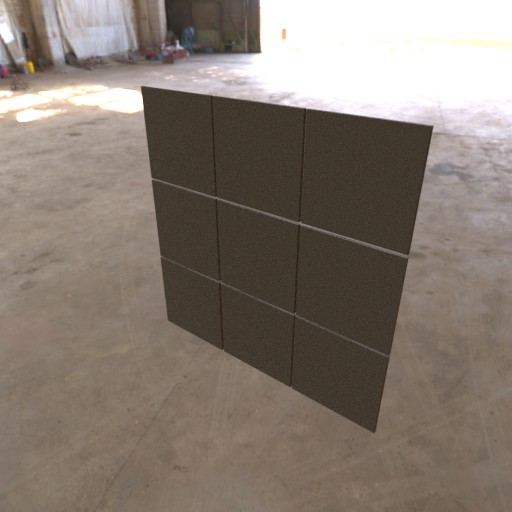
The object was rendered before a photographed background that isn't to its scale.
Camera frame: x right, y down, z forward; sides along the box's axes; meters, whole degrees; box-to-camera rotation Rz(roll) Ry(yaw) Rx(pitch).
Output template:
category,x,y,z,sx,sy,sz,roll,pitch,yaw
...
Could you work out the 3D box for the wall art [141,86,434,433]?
category,x,y,z,sx,sy,sz,roll,pitch,yaw
wall art,0.000,0.000,1.823,1.216,1.216,0.013,20,35,33
